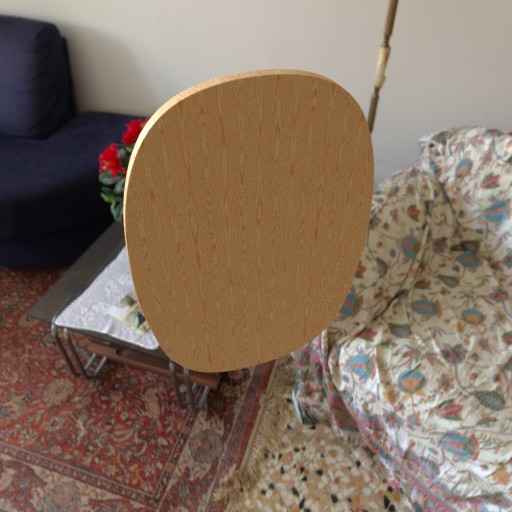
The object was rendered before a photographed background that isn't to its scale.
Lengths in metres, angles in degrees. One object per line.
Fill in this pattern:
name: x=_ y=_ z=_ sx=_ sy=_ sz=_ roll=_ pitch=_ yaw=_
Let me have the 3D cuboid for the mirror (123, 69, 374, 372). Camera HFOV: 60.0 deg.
mirror: x=0.000 y=0.000 z=1.327 sx=0.724 sy=1.075 sz=0.037 roll=-12 pitch=43 yaw=-13
